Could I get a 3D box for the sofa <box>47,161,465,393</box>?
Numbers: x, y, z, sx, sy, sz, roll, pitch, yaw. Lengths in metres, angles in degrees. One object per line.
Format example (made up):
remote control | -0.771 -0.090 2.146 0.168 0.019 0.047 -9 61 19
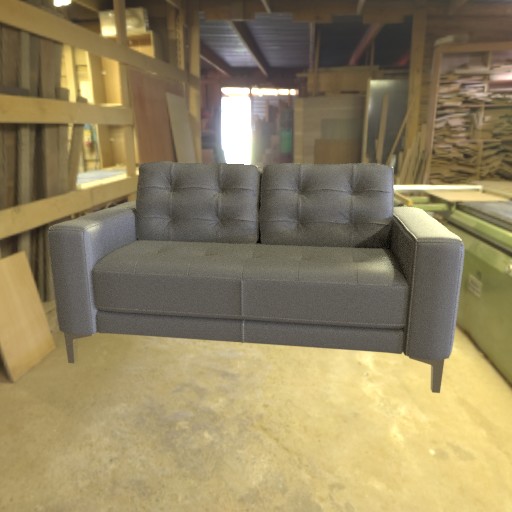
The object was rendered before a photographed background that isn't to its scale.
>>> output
sofa | 0.000 0.000 2.191 1.726 0.893 0.833 2 15 9
